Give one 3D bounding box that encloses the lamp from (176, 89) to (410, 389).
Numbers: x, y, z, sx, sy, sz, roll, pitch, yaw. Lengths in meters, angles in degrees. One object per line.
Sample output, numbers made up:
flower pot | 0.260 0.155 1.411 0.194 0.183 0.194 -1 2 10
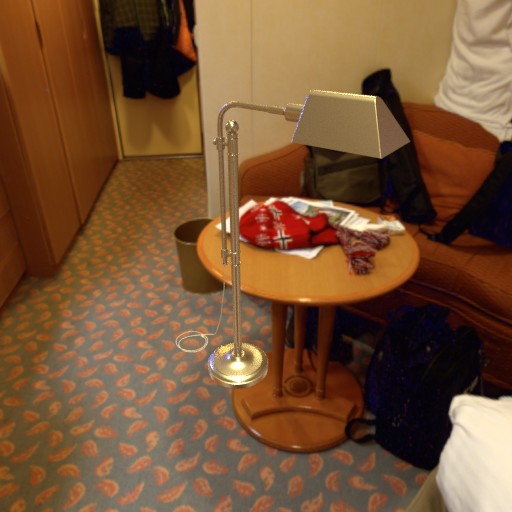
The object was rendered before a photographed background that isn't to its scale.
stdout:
lamp | 0.000 0.000 0.968 0.546 0.708 0.159 20 35 32
